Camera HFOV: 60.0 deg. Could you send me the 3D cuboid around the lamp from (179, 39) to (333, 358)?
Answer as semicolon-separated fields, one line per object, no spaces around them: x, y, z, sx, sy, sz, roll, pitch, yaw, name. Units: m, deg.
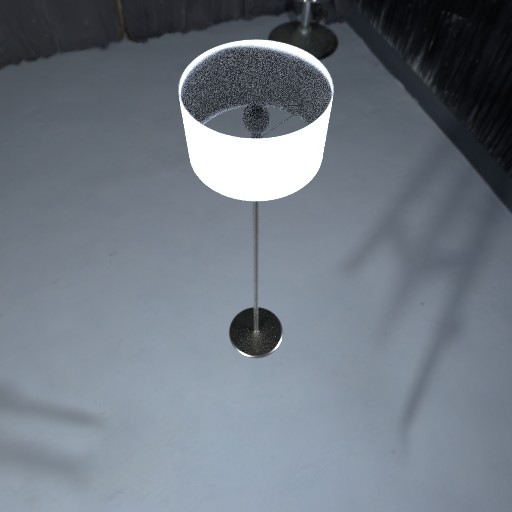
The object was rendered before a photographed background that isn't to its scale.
0.000;0.000;1.606;0.347;1.443;0.347;-18;60;-11;lamp
